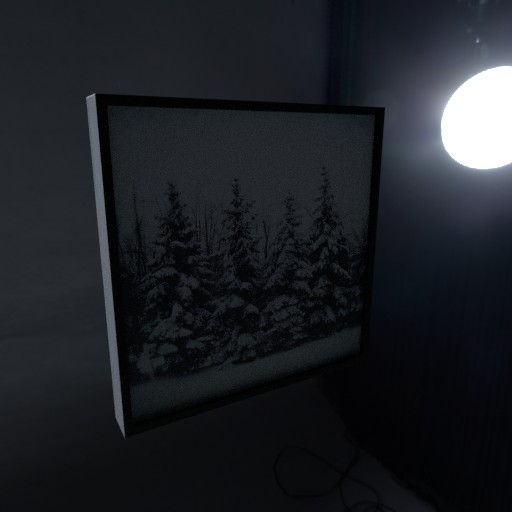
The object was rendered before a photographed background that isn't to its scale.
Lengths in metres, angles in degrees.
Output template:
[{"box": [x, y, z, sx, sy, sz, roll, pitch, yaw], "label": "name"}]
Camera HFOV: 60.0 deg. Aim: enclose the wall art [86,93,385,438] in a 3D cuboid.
[{"box": [0.000, 0.000, 0.466, 0.305, 0.305, 0.037, -8, 17, -29], "label": "wall art"}]
